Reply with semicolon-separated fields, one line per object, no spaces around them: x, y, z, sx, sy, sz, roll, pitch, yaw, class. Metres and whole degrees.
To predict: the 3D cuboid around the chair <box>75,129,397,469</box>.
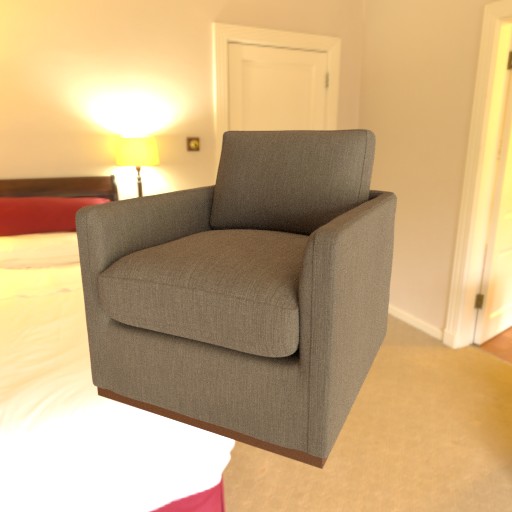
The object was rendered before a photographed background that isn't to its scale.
0.000;0.000;1.461;0.763;0.811;0.834;7;17;25;chair
